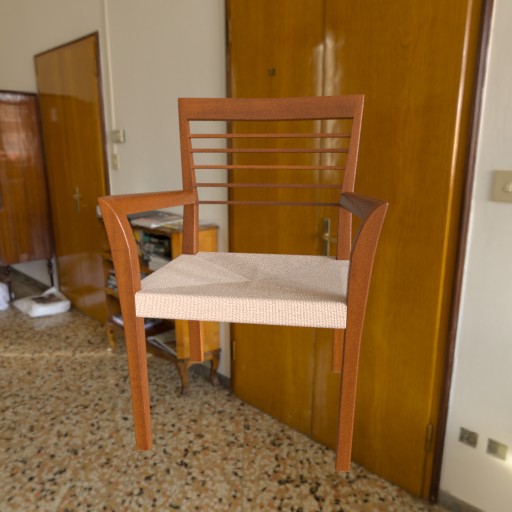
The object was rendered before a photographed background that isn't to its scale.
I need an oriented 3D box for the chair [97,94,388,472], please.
[{"bbox_3d":[0.000,0.000,1.175,0.587,0.855,0.540,2,14,8],"label":"chair"}]
